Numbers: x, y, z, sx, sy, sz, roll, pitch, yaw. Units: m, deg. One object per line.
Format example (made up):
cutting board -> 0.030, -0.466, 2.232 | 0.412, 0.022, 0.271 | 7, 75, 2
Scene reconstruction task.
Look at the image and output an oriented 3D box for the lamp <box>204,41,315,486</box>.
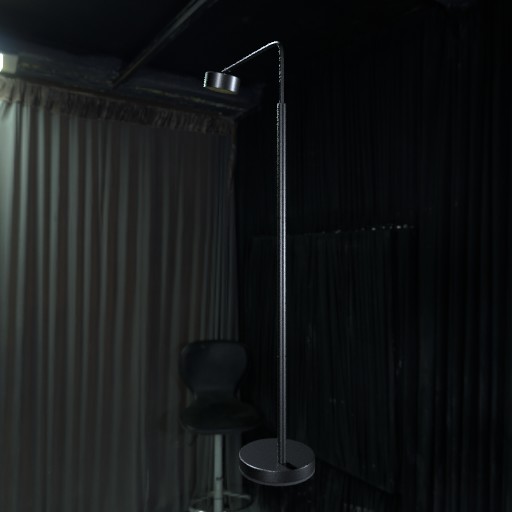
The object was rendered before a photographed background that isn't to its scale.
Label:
lamp -> 0.000, 0.000, 1.374 | 0.219, 1.230, 0.418 | 0, -1, -38
